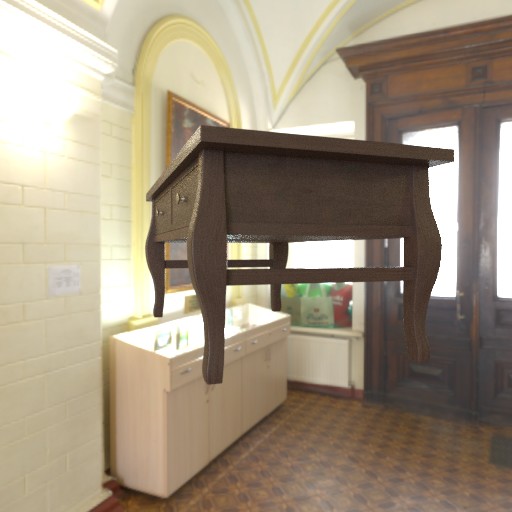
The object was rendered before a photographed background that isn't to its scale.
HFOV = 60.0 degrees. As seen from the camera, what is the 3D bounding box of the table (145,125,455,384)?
[{"bbox_3d":[0.000,0.000,1.410,0.600,0.494,1.062,0,1,-19],"label":"table"}]
